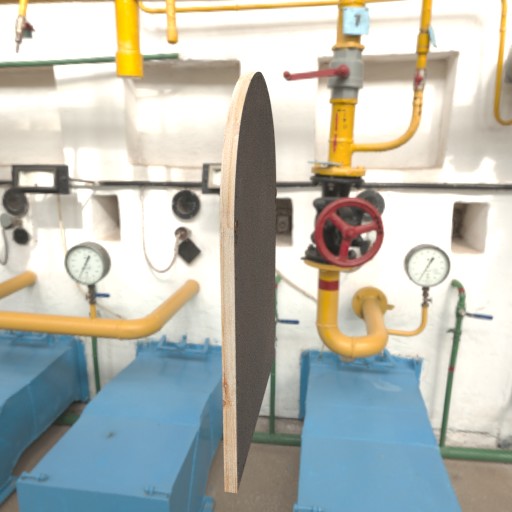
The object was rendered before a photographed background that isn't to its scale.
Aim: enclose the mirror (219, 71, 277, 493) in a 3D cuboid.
[{"bbox_3d":[0.000,0.000,1.189,0.032,0.920,0.660,2,14,9],"label":"mirror"}]
